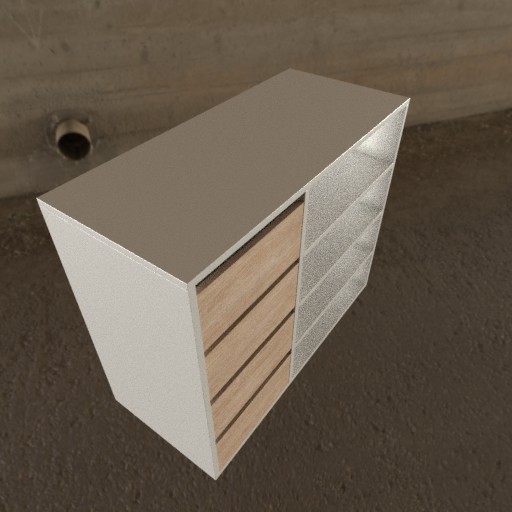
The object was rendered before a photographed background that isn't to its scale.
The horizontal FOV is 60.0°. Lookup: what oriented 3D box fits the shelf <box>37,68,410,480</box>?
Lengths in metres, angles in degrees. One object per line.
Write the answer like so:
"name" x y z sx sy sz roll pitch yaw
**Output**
"shelf" 0.000 0.000 1.281 0.396 0.732 0.895 26 48 26
